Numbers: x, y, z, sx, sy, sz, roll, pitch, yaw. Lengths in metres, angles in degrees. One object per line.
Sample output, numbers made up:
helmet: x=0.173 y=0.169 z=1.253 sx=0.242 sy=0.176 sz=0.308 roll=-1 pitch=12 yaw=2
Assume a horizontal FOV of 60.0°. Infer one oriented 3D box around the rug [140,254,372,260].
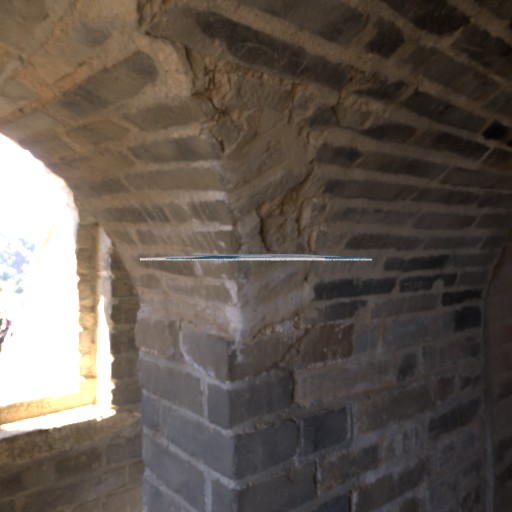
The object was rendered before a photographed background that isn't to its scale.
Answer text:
rug: x=0.000 y=0.000 z=2.680 sx=0.774 sy=0.008 sz=2.437 roll=0 pitch=1 yaw=0
